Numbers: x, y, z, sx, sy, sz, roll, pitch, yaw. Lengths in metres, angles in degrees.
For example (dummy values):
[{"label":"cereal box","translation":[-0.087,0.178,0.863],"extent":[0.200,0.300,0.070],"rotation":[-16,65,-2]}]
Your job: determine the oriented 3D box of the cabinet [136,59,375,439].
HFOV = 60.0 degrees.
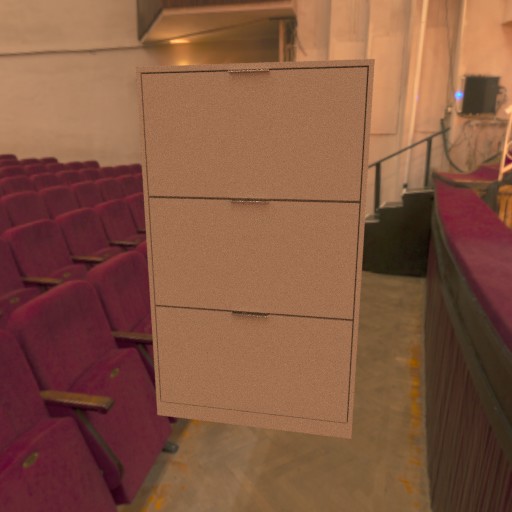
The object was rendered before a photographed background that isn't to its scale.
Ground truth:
[{"label":"cabinet","translation":[0.000,0.000,1.627],"extent":[0.750,1.280,0.250],"rotation":[3,15,11]}]
